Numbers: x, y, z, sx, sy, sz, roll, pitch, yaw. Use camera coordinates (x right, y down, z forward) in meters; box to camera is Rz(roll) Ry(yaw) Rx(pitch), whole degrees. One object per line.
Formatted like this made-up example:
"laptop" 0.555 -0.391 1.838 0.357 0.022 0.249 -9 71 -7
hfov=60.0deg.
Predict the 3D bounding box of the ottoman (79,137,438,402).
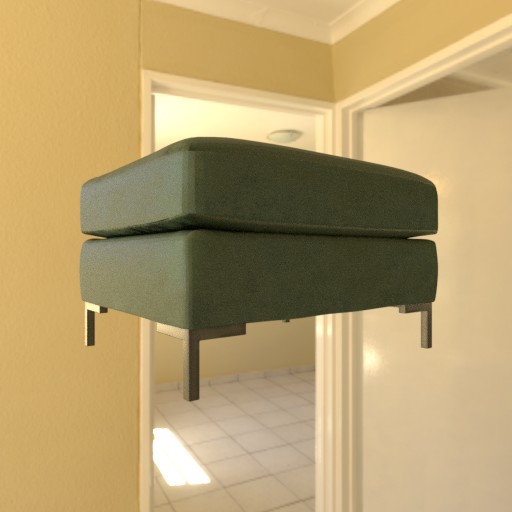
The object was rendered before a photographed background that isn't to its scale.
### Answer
"ottoman" 0.000 0.000 1.317 0.839 0.538 0.701 0 0 -37
